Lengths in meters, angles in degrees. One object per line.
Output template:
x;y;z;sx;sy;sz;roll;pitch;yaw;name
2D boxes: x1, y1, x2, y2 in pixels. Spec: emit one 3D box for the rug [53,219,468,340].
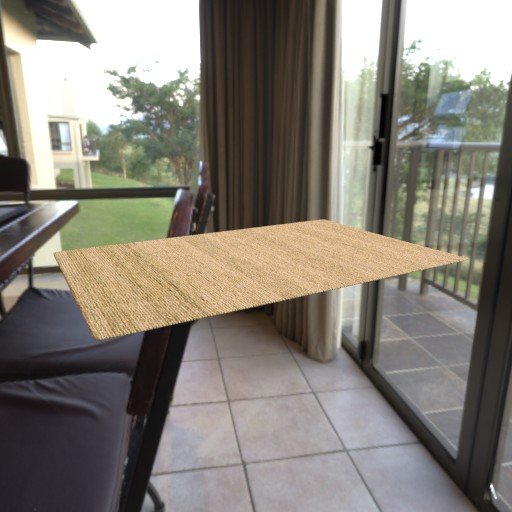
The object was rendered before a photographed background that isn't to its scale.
0.000;0.000;2.222;1.758;0.010;1.143;-9;18;-28;rug
